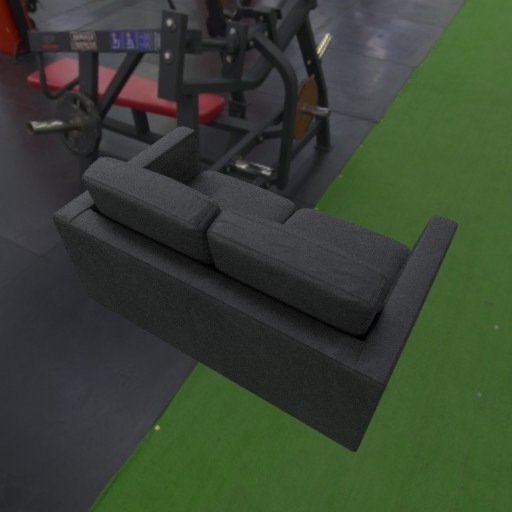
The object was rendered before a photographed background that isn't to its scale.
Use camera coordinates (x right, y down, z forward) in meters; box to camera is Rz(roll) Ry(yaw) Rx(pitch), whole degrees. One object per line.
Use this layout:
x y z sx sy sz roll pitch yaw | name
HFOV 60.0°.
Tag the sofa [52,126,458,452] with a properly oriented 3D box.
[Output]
0.000 0.000 1.972 1.430 0.899 0.879 24 51 21 | sofa
